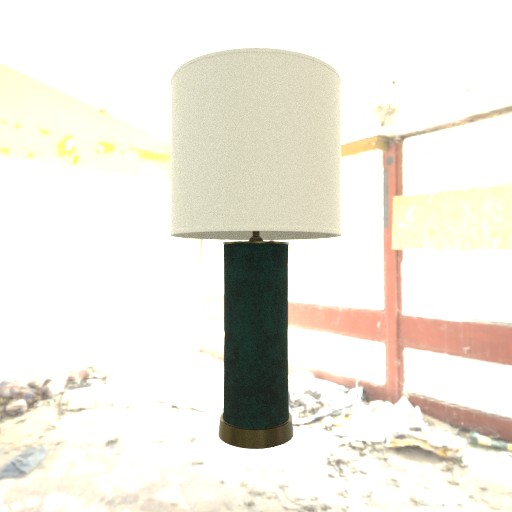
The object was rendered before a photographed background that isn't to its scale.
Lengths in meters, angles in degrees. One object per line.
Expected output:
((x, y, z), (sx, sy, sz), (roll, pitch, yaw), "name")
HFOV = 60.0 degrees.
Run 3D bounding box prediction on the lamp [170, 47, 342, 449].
((0.000, 0.000, 0.790), (0.301, 0.630, 0.301), (0, -1, -19), "lamp")
